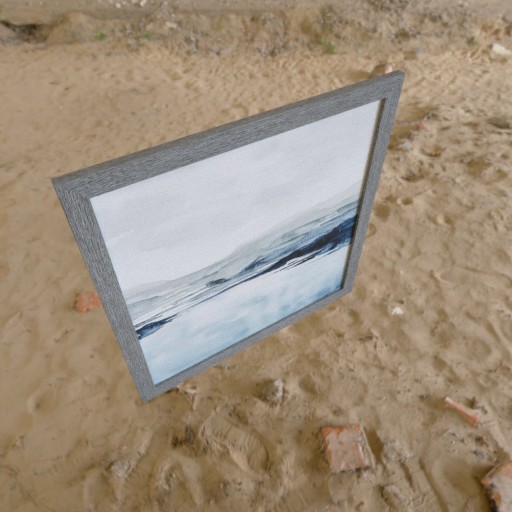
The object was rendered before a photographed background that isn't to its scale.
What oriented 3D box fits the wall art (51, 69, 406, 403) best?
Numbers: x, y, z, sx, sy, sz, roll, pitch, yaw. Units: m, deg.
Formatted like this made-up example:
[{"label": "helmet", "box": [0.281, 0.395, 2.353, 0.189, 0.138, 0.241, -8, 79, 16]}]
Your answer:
[{"label": "wall art", "box": [0.000, 0.000, 1.004, 0.685, 0.685, 0.020, -24, 51, -21]}]
